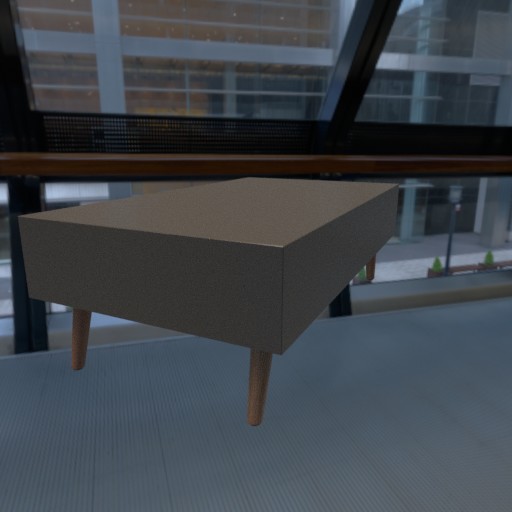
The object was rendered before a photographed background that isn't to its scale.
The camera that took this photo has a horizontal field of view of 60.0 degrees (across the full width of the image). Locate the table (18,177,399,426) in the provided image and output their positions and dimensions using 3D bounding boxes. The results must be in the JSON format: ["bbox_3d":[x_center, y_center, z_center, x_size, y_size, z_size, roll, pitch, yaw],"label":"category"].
[{"bbox_3d":[0.000,0.000,1.485,0.703,0.404,1.201,7,17,25],"label":"table"}]
